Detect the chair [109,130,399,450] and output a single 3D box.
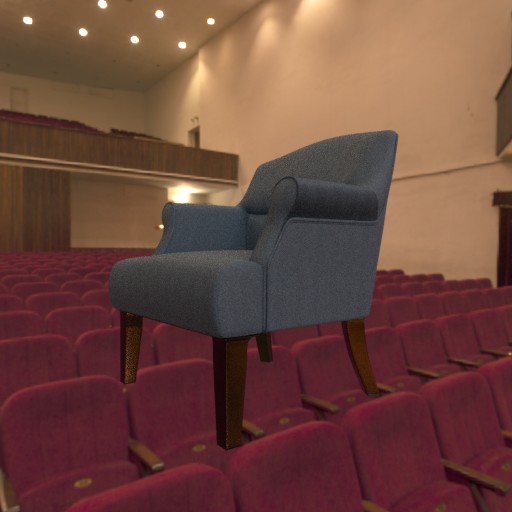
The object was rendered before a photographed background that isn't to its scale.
[{"bbox_3d":[0.000,0.000,1.473,0.754,0.878,0.770,0,0,-37],"label":"chair"}]
